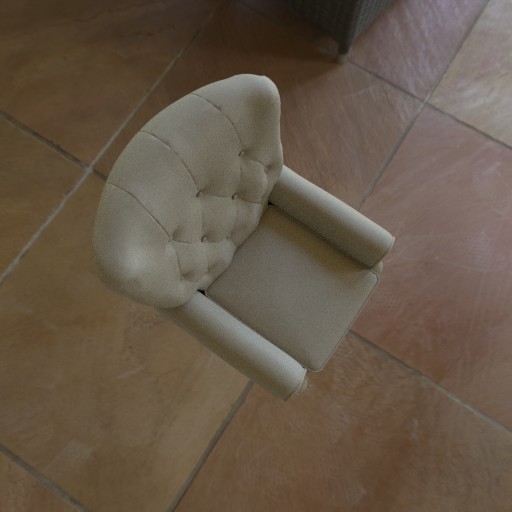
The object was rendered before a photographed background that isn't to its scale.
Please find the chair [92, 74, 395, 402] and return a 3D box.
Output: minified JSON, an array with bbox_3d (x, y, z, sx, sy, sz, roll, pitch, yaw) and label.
[{"bbox_3d":[0.000,0.000,1.979,1.059,1.158,0.943,35,79,8],"label":"chair"}]
